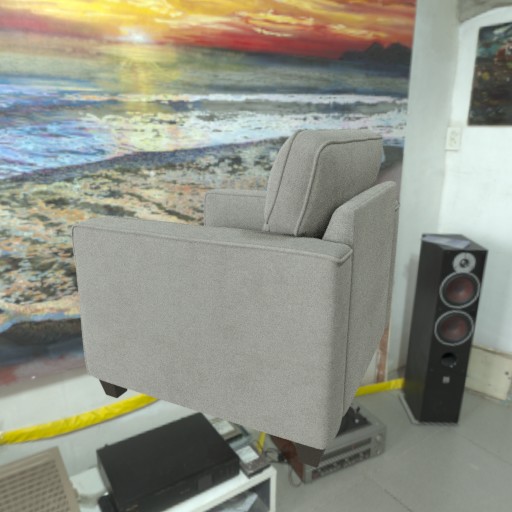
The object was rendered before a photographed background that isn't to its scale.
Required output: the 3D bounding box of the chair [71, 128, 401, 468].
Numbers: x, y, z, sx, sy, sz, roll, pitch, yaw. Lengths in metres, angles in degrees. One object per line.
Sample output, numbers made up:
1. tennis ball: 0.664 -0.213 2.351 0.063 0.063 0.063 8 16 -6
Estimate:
1. chair: 0.000 0.000 1.749 0.939 0.965 1.015 8 18 25
